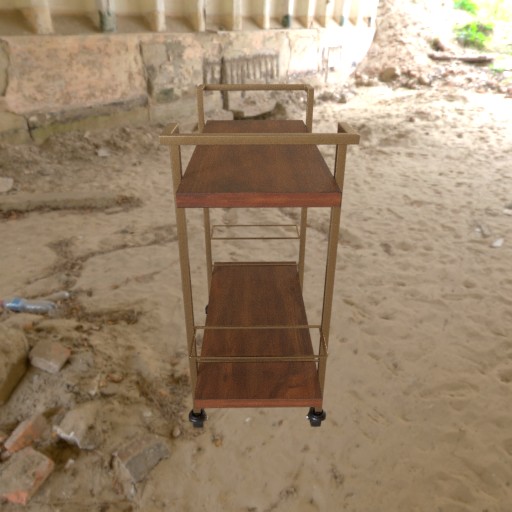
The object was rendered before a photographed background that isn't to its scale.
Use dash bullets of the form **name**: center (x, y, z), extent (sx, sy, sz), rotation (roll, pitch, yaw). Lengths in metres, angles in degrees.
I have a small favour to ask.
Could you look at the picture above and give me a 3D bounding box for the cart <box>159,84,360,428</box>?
- **cart**: center (0.000, 0.000, 1.217), extent (0.364, 0.807, 0.695), rotation (0, 28, -1)
